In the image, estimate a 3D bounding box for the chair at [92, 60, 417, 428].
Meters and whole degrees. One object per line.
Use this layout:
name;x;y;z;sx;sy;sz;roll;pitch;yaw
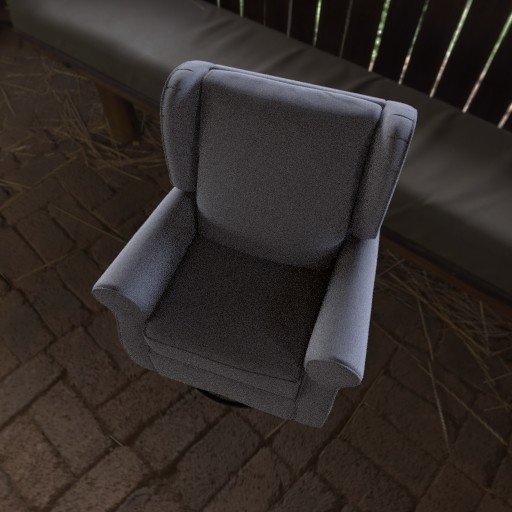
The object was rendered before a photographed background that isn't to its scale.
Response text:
chair;0.000;0.000;1.618;0.906;0.966;0.854;16;58;10
